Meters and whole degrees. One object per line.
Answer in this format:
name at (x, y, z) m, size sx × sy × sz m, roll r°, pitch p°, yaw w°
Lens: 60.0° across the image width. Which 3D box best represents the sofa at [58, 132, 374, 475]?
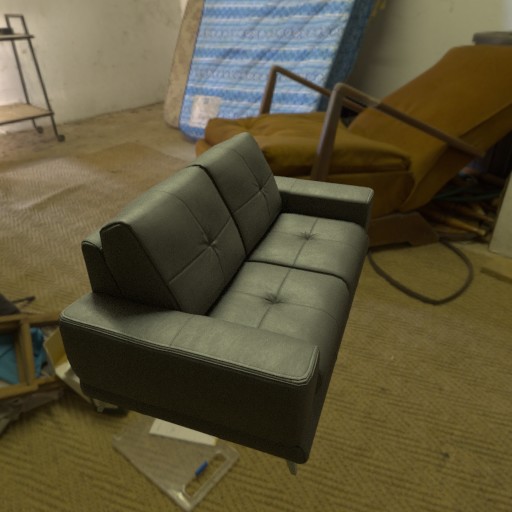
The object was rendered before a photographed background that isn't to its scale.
sofa at (0.000, 0.000, 2.298) m, size 1.018 × 0.907 × 1.806 m, roll 10°, pitch 32°, yaw 17°
